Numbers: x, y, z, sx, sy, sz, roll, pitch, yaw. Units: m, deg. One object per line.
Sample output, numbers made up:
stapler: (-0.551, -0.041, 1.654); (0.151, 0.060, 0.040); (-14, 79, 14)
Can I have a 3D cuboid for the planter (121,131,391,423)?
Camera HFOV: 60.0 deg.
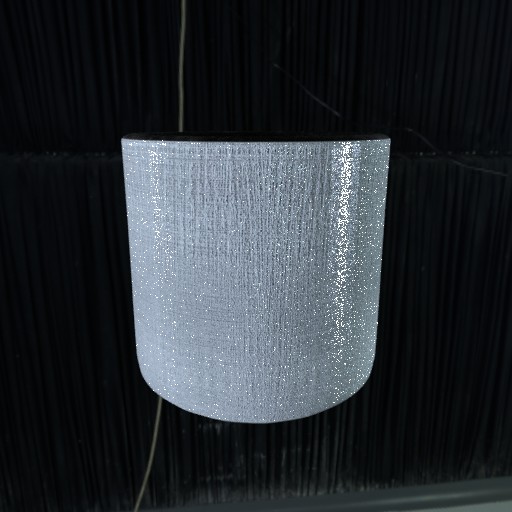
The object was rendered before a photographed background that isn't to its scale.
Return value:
planter: (0.000, 0.000, 0.291); (0.160, 0.156, 0.160); (0, 17, 0)
